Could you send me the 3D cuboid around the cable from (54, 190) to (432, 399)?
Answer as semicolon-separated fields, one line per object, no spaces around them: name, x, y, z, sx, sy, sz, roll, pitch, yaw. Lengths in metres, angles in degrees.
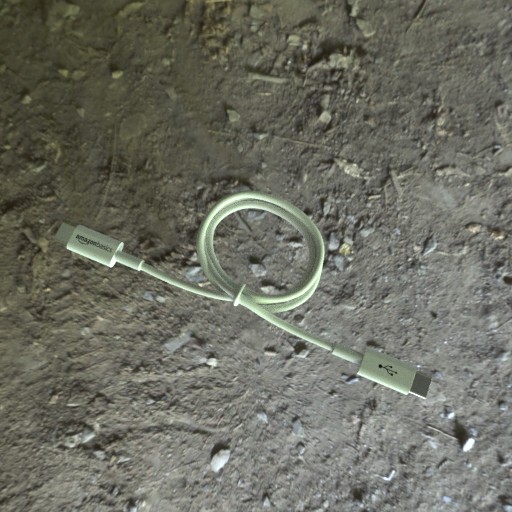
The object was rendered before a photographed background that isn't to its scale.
cable;0.000;0.000;0.227;0.203;0.014;0.070;22;76;6
